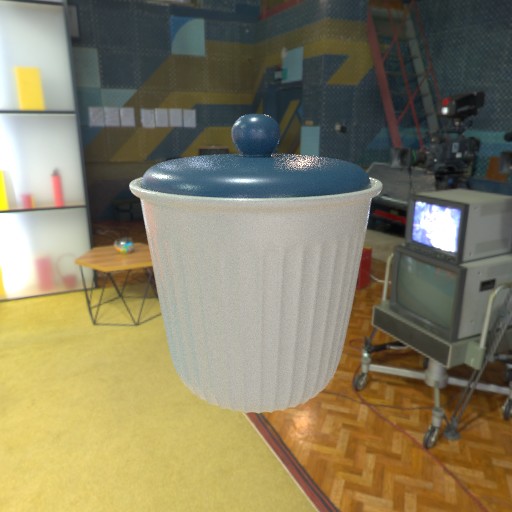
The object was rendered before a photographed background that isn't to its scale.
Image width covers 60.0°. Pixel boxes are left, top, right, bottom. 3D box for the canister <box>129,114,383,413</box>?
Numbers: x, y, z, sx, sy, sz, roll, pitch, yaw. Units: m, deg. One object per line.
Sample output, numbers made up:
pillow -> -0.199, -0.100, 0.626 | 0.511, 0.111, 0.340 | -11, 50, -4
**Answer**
canister -> 0.000, 0.000, 0.345 | 0.181, 0.211, 0.181 | 0, 17, 0
